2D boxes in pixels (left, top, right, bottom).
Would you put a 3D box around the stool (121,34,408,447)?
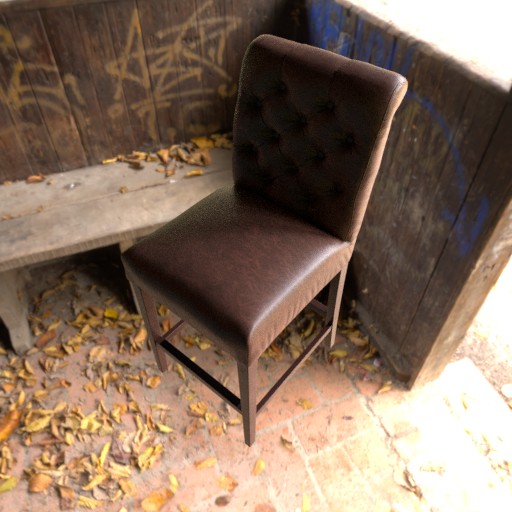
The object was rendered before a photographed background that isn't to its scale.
[{"bbox_3d":[0.000,0.000,1.399,0.486,1.084,0.660,31,53,26],"label":"stool"}]
